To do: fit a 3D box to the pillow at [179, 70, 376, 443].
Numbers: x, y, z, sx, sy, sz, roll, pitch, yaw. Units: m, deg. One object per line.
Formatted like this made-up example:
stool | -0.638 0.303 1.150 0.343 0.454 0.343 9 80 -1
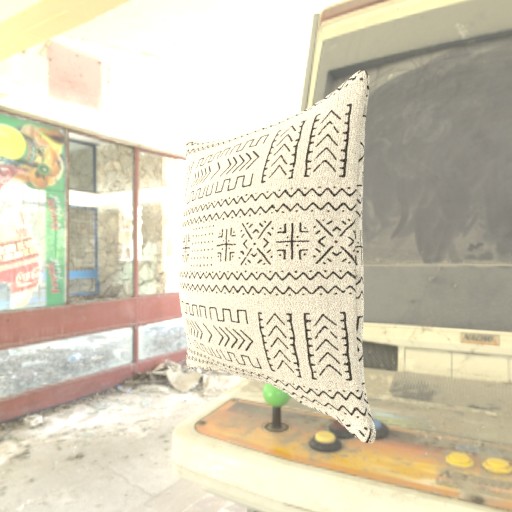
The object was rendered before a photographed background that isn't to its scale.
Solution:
pillow | 0.000 0.000 0.668 0.164 0.430 0.438 0 0 -36
